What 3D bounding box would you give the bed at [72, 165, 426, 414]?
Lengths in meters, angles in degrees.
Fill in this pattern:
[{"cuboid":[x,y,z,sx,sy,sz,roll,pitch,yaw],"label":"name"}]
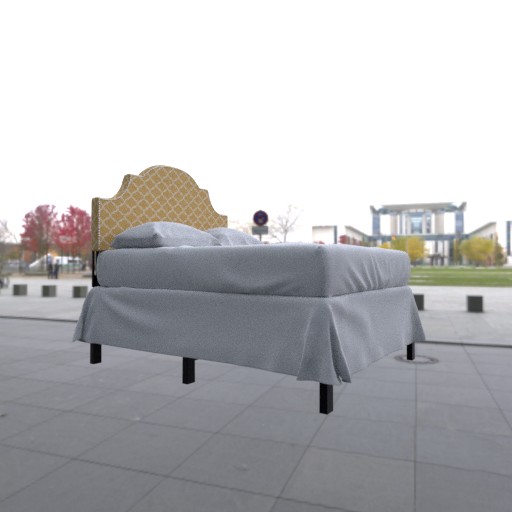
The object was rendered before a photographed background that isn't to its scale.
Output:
[{"cuboid":[0.000,0.000,3.460,2.222,1.633,1.780,-1,-1,35],"label":"bed"}]
